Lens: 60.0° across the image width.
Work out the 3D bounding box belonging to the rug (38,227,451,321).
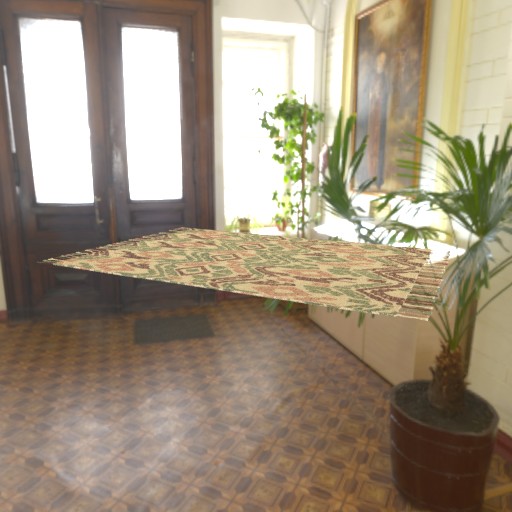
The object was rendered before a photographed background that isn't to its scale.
[{"bbox_3d":[0.000,0.000,2.321,1.829,0.010,1.219,6,14,26],"label":"rug"}]
